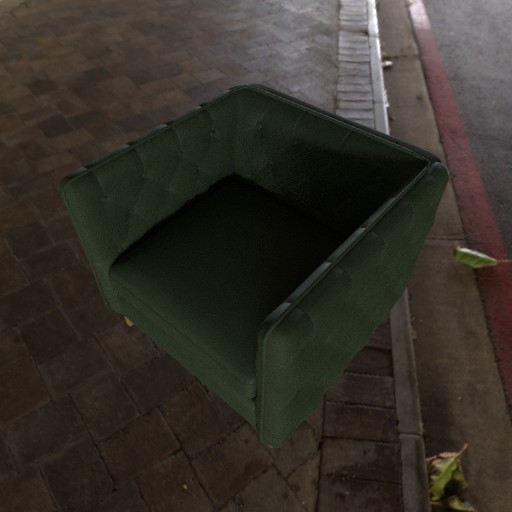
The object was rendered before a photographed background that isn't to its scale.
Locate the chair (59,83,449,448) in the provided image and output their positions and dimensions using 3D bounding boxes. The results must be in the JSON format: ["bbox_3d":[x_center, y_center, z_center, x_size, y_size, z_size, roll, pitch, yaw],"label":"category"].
[{"bbox_3d":[0.000,0.000,1.590,0.917,0.768,0.855,32,55,26],"label":"chair"}]
